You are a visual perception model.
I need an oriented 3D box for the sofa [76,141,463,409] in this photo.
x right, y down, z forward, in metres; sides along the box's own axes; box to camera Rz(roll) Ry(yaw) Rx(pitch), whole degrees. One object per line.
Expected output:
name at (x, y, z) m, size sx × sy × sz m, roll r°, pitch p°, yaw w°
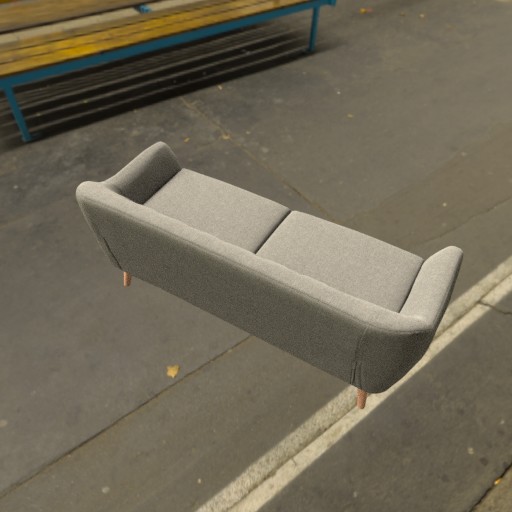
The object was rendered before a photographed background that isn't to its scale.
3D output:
sofa at (0.000, 0.000, 2.275) m, size 1.840 × 0.820 × 0.820 m, roll 23°, pitch 51°, yaw 20°
